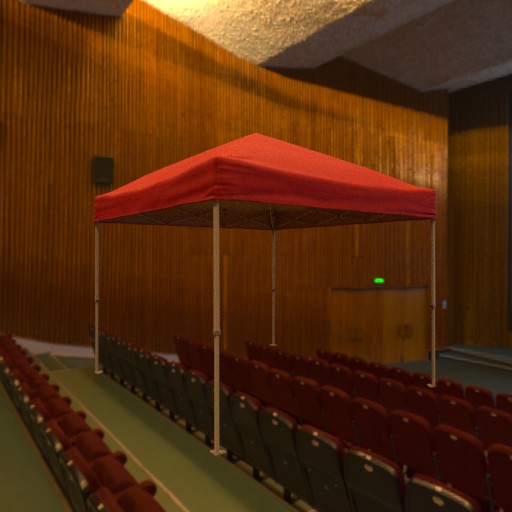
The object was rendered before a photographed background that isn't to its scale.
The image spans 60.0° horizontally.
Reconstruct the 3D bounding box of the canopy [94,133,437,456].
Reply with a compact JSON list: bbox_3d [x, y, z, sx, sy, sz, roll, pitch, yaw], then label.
[{"bbox_3d":[0.000,0.000,5.398,2.998,2.997,2.996,0,0,-37],"label":"canopy"}]
